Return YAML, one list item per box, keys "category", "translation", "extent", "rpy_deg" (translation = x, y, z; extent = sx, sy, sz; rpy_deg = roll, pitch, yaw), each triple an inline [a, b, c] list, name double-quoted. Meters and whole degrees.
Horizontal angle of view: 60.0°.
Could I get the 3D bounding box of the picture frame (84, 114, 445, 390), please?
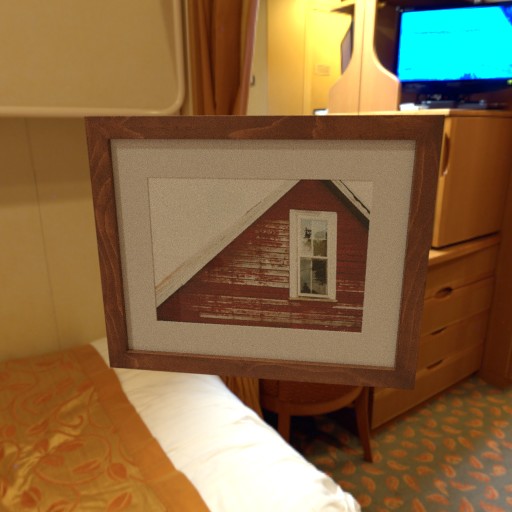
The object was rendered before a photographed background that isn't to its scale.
- category: "picture frame"
  translation: [0.000, 0.000, 0.757]
  extent: [0.559, 0.457, 0.025]
  rpy_deg: [2, 16, 7]
